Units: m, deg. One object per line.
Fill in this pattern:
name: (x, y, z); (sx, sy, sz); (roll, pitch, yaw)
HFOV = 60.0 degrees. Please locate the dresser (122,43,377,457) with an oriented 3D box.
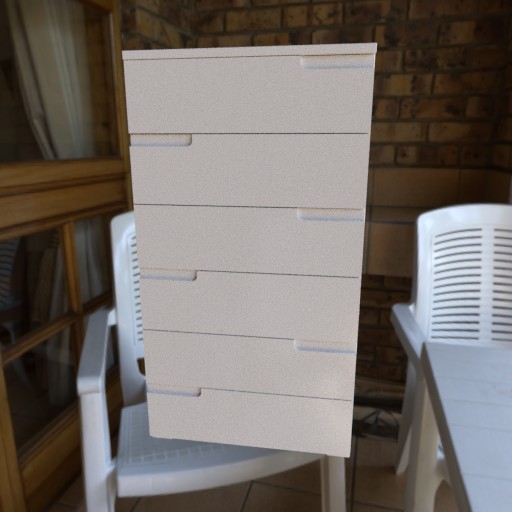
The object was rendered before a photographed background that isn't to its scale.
dresser: (0.000, 0.000, 1.456); (0.650, 1.190, 0.400); (2, 15, 8)
